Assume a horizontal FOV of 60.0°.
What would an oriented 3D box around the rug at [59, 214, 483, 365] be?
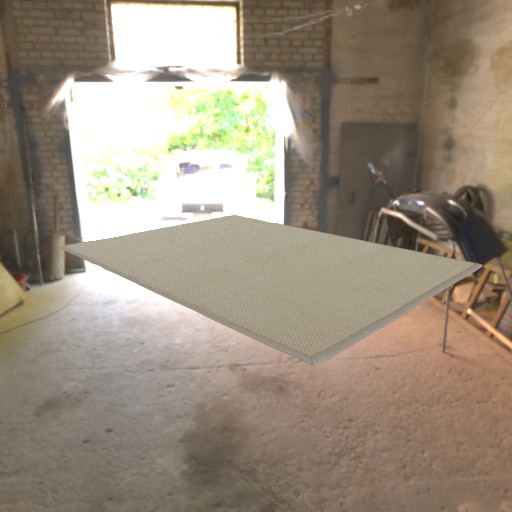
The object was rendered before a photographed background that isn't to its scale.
[{"bbox_3d":[0.000,0.000,2.653,1.525,0.020,2.081,-16,23,-43],"label":"rug"}]
